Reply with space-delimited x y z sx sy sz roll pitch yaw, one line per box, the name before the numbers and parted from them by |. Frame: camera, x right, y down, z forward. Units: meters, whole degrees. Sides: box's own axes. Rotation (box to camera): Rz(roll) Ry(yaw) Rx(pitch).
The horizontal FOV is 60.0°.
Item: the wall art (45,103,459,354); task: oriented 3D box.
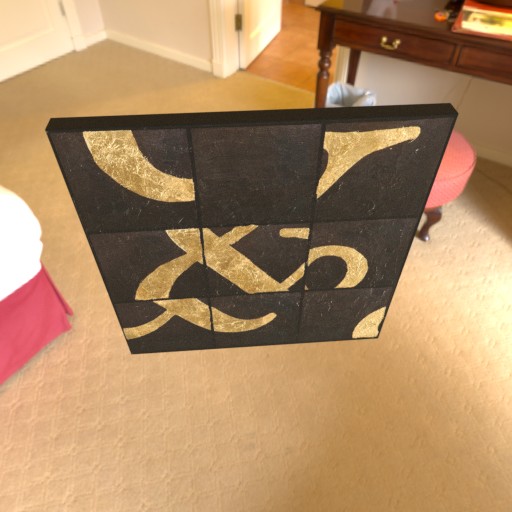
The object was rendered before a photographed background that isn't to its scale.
wall art | 0.000 0.000 1.099 0.758 0.758 0.044 -3 46 -3
